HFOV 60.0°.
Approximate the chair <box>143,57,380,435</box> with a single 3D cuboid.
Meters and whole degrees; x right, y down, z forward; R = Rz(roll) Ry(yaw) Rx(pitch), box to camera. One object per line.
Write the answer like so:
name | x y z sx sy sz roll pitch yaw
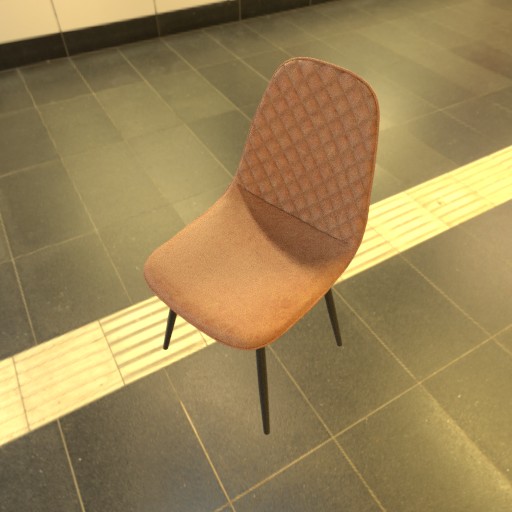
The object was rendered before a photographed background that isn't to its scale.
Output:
chair | 0.000 0.000 1.229 0.472 0.889 0.561 32 54 26
